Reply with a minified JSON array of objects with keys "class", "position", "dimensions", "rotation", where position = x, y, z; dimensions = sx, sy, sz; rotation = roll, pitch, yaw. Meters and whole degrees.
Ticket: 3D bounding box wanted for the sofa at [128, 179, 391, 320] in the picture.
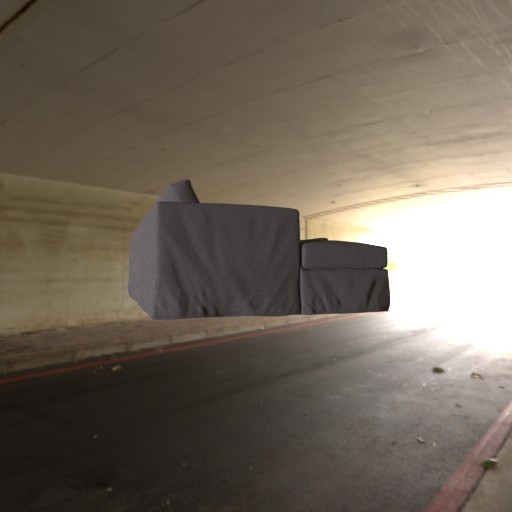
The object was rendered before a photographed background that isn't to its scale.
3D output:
[{"class":"sofa","position":[0.000,0.000,4.619],"dimensions":[2.476,0.878,3.528],"rotation":[1,-2,-19]}]
